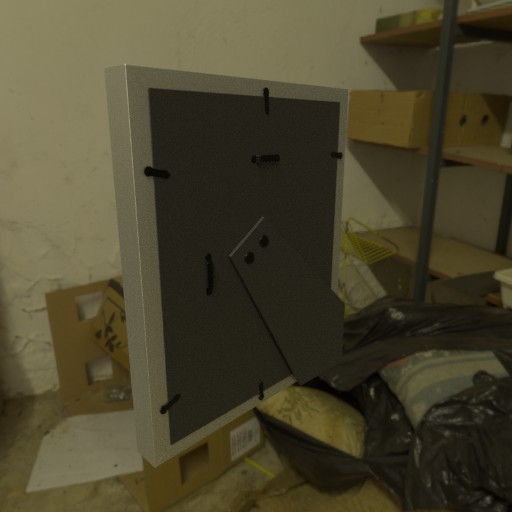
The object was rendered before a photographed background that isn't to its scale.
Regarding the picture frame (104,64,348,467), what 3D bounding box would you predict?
[{"bbox_3d":[0.000,0.000,0.380,0.036,0.282,0.233,15,22,42],"label":"picture frame"}]
